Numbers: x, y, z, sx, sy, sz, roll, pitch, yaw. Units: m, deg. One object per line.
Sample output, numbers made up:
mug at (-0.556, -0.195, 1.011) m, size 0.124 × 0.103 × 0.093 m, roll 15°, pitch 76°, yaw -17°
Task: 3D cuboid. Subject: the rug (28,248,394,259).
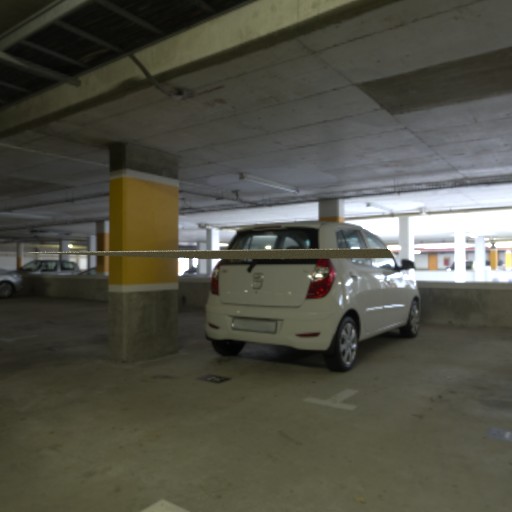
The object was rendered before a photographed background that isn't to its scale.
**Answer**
rug at (0.000, 0.000, 4.059) m, size 2.391 × 0.005 × 2.880 m, roll 0°, pitch -1°, yaw 18°
